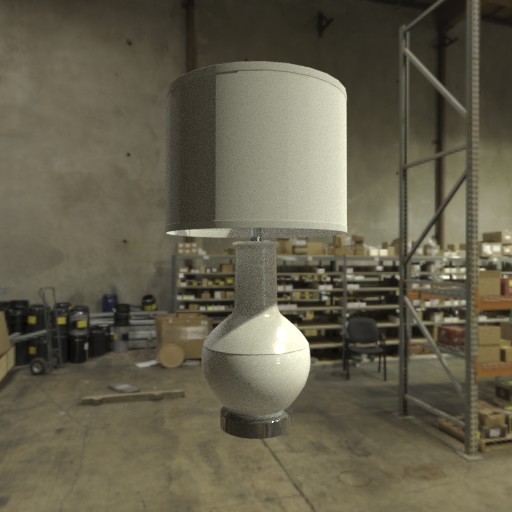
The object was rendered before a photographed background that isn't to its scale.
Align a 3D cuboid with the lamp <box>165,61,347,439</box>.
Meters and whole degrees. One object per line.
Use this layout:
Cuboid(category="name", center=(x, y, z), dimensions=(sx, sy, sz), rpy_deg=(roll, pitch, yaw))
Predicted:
Cuboid(category="lamp", center=(0.000, 0.000, 0.885), dimensions=(0.357, 0.673, 0.357), rpy_deg=(0, 0, -17))
